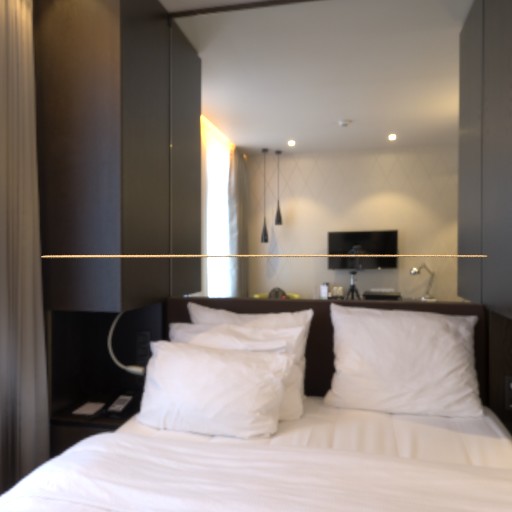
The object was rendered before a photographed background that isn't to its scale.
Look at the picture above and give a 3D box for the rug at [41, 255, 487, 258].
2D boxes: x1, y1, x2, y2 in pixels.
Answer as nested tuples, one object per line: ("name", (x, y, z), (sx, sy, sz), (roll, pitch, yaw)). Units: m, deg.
("rug", (0.000, 0.000, 3.005), (2.435, 0.012, 1.529), (0, 0, -18))
